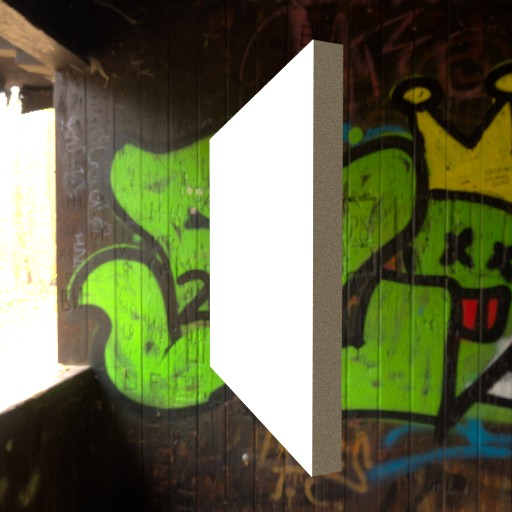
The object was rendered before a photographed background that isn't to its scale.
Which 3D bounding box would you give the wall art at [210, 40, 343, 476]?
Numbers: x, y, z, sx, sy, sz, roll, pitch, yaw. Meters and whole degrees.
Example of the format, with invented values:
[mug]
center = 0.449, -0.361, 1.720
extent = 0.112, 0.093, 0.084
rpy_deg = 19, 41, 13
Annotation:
[wall art]
center = 0.000, 0.000, 0.531
extent = 0.027, 0.355, 0.355
rpy_deg = 0, 1, -19
